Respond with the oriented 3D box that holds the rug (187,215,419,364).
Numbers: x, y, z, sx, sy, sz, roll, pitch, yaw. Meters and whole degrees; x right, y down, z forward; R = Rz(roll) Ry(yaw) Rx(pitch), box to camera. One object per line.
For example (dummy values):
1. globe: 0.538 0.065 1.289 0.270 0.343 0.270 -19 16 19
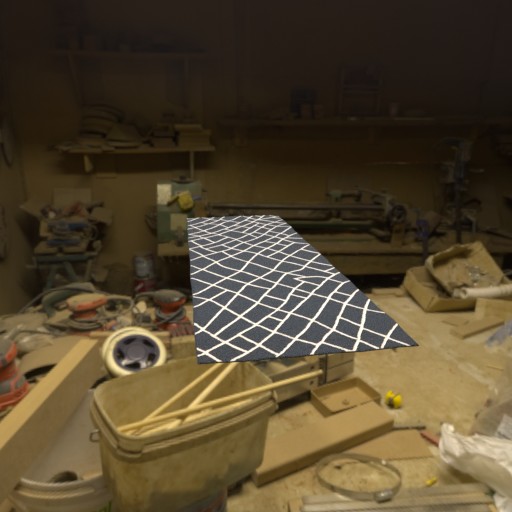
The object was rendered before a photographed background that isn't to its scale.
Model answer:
1. rug: 0.000 0.000 2.695 0.807 0.010 2.476 -3 17 -9
